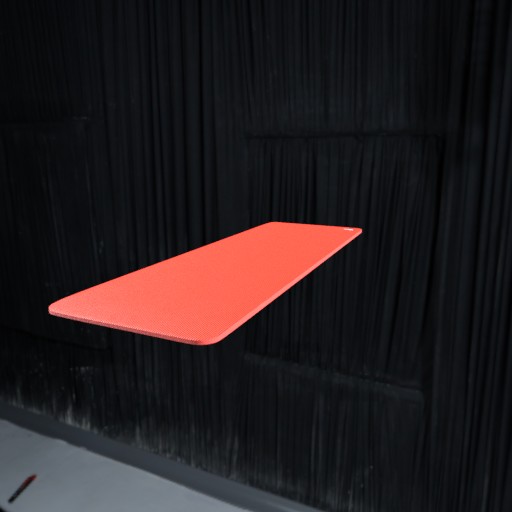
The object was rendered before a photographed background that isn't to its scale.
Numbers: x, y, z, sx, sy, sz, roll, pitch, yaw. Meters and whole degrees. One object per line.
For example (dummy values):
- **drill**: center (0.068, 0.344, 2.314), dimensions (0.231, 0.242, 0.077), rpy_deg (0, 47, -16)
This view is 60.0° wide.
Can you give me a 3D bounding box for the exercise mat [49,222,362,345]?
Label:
- **exercise mat**: center (0.000, 0.000, 2.087), dimensions (0.616, 0.021, 1.869), rpy_deg (6, 15, 24)
